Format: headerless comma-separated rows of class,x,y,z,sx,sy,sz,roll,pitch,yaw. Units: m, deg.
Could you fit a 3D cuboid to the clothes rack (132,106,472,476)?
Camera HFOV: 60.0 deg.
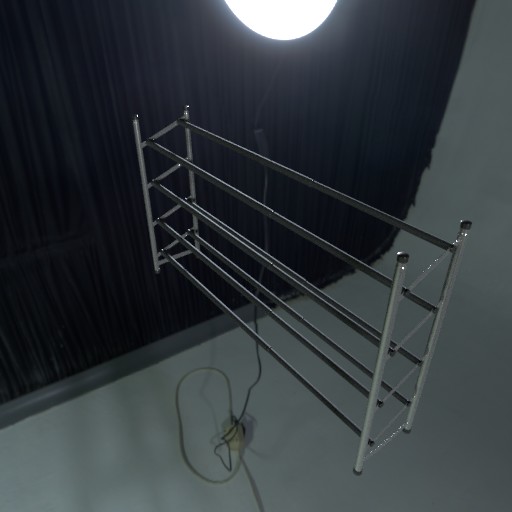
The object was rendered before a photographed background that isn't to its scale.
clothes rack,0.000,0.000,1.411,0.229,0.672,1.168,-22,39,-31
